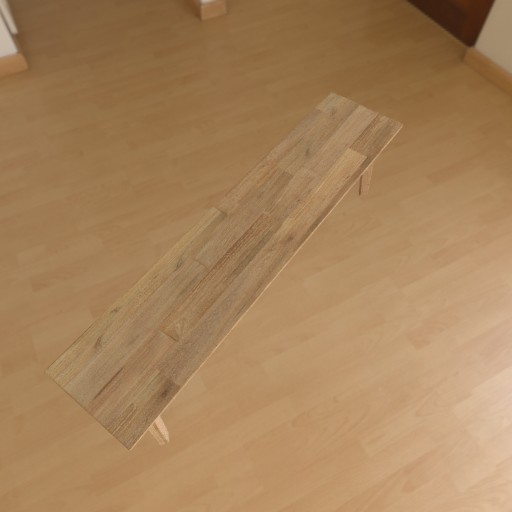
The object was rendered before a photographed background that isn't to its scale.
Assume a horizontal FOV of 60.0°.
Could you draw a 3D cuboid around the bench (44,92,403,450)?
[{"bbox_3d":[0.000,0.000,1.865,0.378,0.431,1.698,32,63,19],"label":"bench"}]
